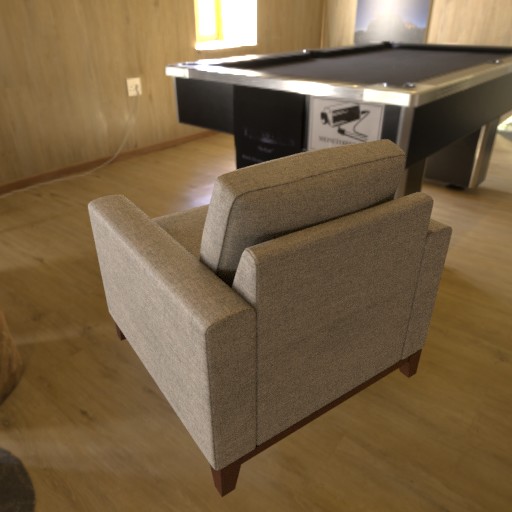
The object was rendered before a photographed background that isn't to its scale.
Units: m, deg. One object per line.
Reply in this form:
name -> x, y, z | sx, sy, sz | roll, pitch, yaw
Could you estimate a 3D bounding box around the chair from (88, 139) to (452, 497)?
chair -> 0.000, 0.000, 1.806 | 1.024, 1.010, 1.038 | -19, 35, -30
